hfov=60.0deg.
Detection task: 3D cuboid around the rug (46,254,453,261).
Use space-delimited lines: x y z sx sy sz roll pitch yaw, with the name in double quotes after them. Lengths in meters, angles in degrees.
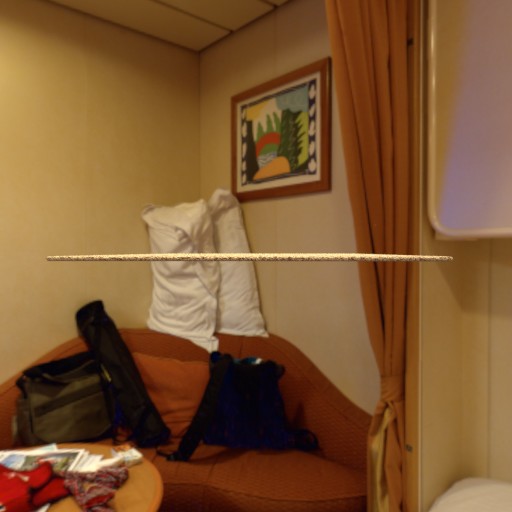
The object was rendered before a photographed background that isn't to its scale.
0.000 0.000 4.147 2.438 0.029 3.047 0 1 2 "rug"
